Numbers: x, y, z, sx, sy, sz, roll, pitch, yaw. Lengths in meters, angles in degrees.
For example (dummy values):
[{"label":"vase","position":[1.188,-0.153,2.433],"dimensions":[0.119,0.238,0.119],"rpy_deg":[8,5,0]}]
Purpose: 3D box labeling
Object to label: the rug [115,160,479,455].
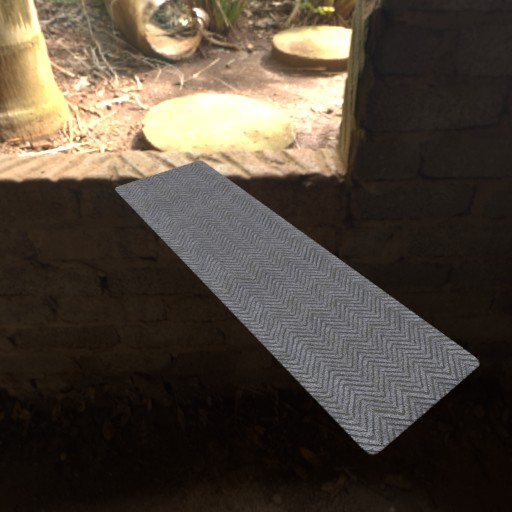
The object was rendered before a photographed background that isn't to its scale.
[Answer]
[{"label":"rug","position":[0.000,0.000,2.424],"dimensions":[0.686,0.008,2.286],"rpy_deg":[-25,46,-27]}]
